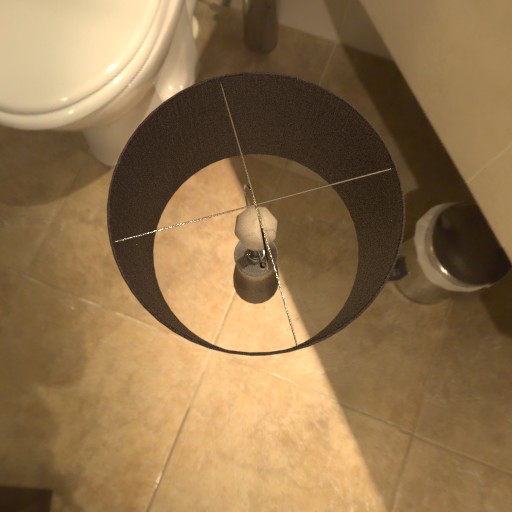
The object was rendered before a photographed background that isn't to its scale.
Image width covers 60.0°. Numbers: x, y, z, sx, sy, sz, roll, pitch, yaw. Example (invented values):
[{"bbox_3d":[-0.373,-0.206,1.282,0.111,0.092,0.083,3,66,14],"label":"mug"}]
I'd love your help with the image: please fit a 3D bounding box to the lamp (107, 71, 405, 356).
[{"bbox_3d":[0.000,0.000,0.687,0.303,0.488,0.303,0,77,0],"label":"lamp"}]
